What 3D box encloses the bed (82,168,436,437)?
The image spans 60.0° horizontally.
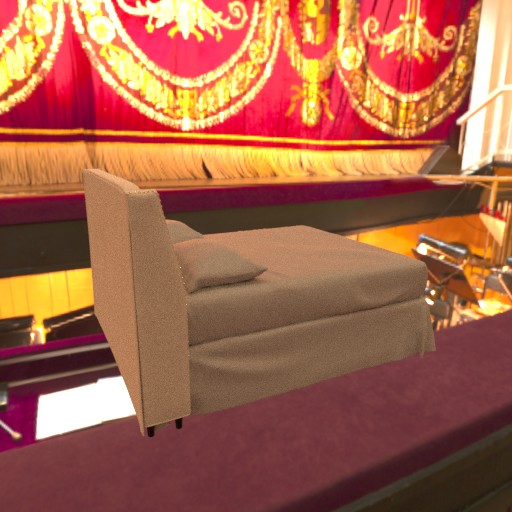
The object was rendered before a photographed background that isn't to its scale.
[{"bbox_3d":[0.000,0.000,3.463,2.276,1.332,1.925,-7,16,-26],"label":"bed"}]
